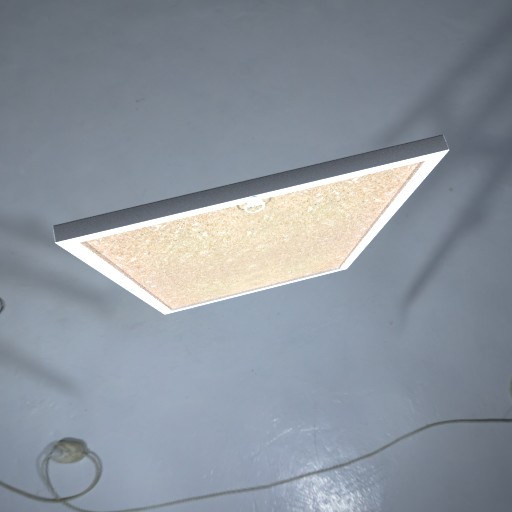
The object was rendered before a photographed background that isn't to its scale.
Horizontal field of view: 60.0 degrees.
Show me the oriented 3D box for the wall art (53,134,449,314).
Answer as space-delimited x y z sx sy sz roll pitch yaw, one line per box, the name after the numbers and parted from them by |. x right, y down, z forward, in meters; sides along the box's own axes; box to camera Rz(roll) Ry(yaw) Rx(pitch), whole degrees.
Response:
0.000 0.000 1.391 0.805 1.056 0.042 -14 76 -4 | wall art
